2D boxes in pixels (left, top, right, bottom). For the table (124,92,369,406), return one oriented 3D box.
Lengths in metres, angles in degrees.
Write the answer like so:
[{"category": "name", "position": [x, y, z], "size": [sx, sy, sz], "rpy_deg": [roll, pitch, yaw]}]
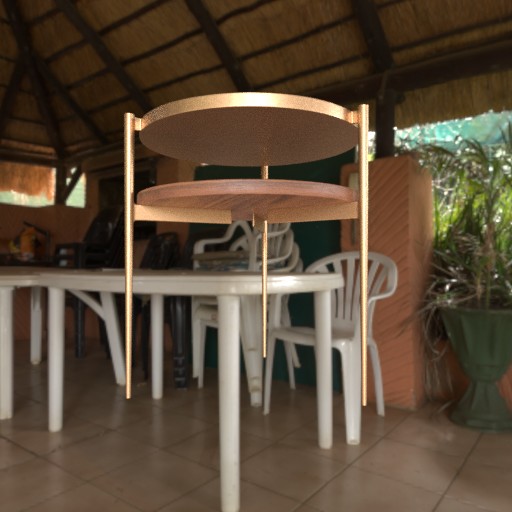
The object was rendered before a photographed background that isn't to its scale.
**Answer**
[{"category": "table", "position": [0.000, 0.000, 0.859], "size": [0.456, 0.493, 0.430], "rpy_deg": [-1, -1, 36]}]
